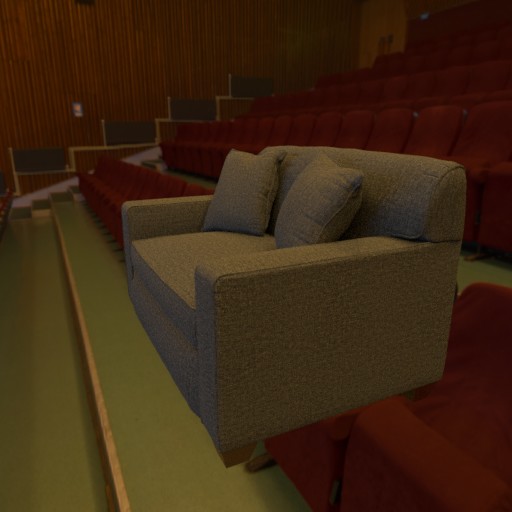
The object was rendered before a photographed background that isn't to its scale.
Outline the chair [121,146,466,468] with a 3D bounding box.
[{"bbox_3d":[0.000,0.000,2.003,1.000,0.948,1.383,-8,18,-25],"label":"chair"}]
